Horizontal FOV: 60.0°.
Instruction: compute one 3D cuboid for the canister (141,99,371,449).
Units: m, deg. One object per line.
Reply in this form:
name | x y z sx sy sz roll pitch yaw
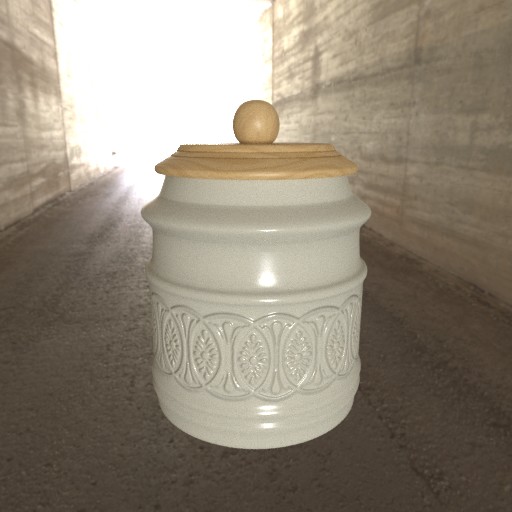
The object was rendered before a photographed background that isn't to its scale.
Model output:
canister | 0.000 0.000 0.265 0.130 0.176 0.130 0 15 0
